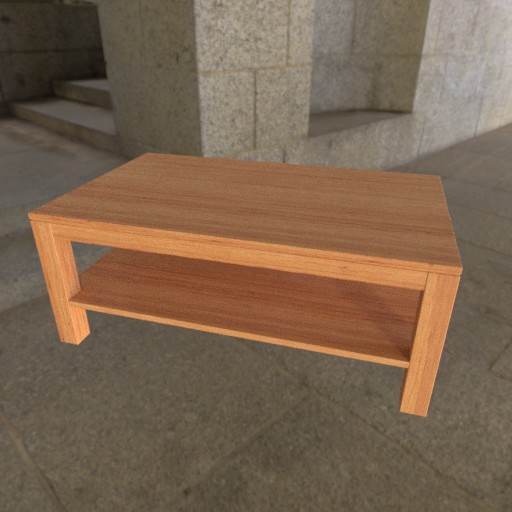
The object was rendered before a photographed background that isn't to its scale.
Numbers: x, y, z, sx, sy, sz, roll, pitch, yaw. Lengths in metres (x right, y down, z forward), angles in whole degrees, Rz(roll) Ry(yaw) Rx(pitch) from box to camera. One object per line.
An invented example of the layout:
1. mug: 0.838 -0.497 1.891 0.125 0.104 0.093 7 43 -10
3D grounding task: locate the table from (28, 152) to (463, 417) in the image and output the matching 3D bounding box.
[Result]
1. table: 0.000 0.000 1.515 1.146 0.457 0.695 8 29 14
